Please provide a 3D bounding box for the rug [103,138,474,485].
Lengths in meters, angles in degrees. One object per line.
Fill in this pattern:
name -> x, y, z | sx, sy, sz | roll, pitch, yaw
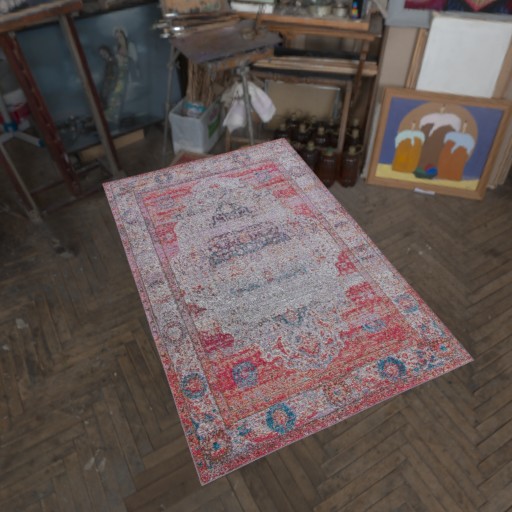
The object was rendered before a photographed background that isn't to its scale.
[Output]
rug -> 0.000, 0.000, 2.274 | 1.219, 0.006, 1.829 | -18, 50, -16
